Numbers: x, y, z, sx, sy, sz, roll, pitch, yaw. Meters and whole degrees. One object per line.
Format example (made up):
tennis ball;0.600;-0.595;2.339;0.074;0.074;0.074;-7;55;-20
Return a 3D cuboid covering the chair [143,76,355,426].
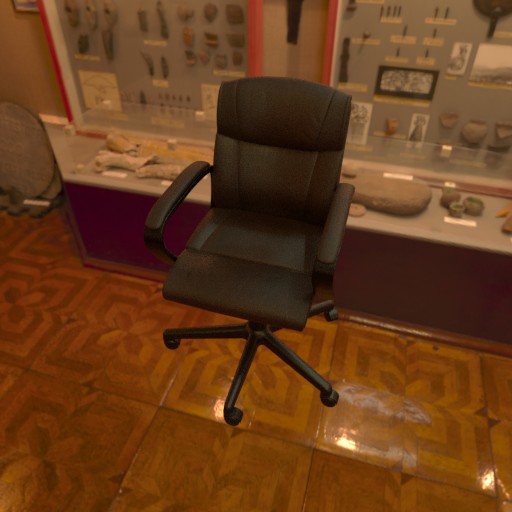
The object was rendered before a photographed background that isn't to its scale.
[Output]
chair;0.000;0.000;1.530;0.739;1.004;0.717;12;41;14
